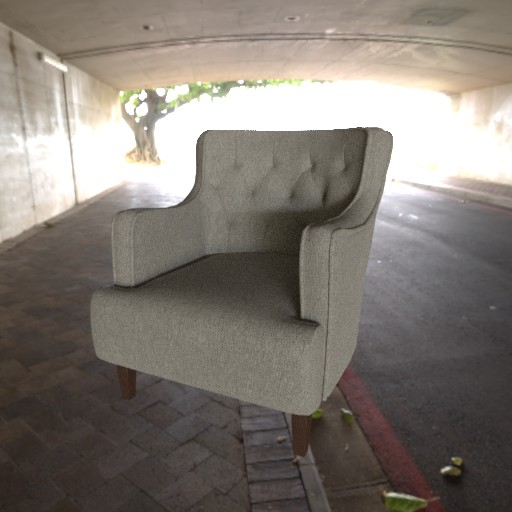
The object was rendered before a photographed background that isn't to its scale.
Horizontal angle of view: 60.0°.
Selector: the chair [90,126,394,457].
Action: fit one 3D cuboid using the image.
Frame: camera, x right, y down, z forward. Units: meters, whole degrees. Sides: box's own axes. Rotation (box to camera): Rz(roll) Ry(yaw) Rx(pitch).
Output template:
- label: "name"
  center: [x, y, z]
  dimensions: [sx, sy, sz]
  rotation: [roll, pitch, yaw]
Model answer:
- label: "chair"
  center: [0.000, 0.000, 1.605]
  dimensions: [0.820, 0.920, 0.910]
  rotation: [7, 16, 25]
